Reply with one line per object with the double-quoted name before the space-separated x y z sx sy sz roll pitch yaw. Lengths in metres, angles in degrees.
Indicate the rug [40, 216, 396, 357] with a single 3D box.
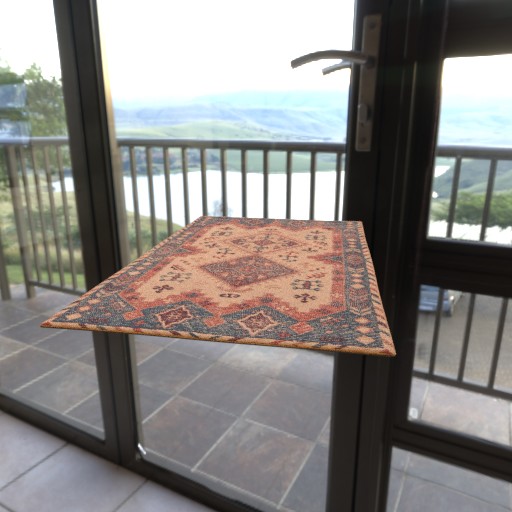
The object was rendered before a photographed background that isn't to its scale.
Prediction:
"rug" 0.000 0.000 2.986 1.521 0.023 2.464 3 17 9
